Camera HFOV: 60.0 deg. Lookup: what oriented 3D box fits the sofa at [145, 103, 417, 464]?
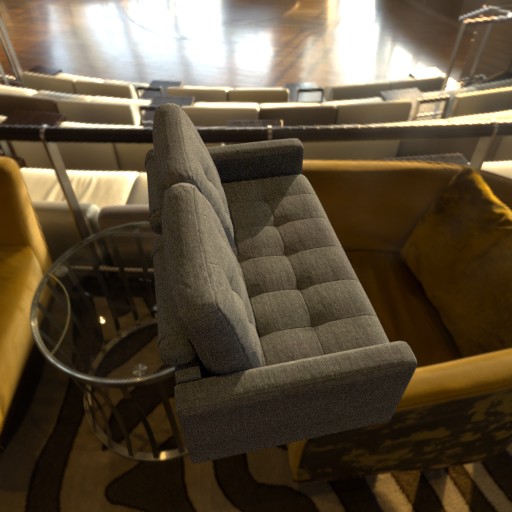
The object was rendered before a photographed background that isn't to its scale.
[{"bbox_3d":[0.000,0.000,1.922,0.842,0.907,1.407,-9,47,-8],"label":"sofa"}]
